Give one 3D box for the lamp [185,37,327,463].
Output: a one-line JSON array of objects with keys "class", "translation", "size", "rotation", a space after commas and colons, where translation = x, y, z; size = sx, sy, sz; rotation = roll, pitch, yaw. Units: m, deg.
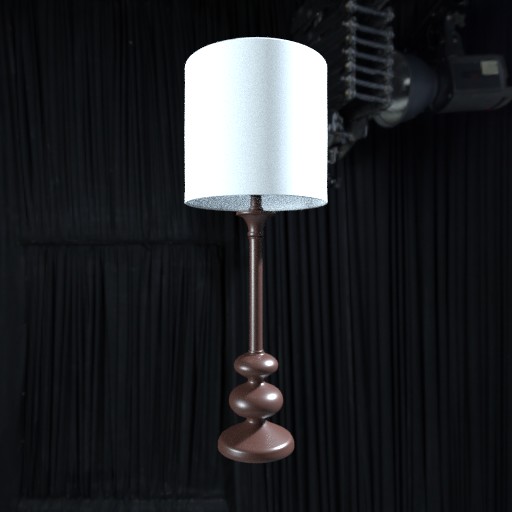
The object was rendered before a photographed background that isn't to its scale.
[{"class": "lamp", "translation": [0.000, 0.000, 0.802], "size": [0.254, 0.690, 0.254], "rotation": [0, 0, -1]}]
